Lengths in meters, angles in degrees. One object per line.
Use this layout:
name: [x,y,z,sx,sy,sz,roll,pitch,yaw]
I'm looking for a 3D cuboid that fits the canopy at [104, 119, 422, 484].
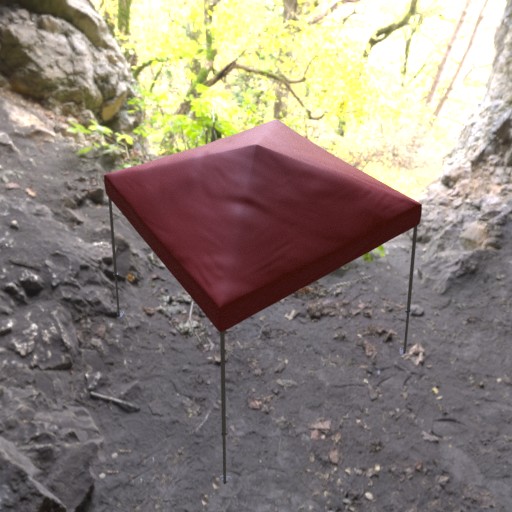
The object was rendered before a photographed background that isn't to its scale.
canopy: [0.000,0.000,5.154,2.848,2.849,2.849,-26,48,-26]
